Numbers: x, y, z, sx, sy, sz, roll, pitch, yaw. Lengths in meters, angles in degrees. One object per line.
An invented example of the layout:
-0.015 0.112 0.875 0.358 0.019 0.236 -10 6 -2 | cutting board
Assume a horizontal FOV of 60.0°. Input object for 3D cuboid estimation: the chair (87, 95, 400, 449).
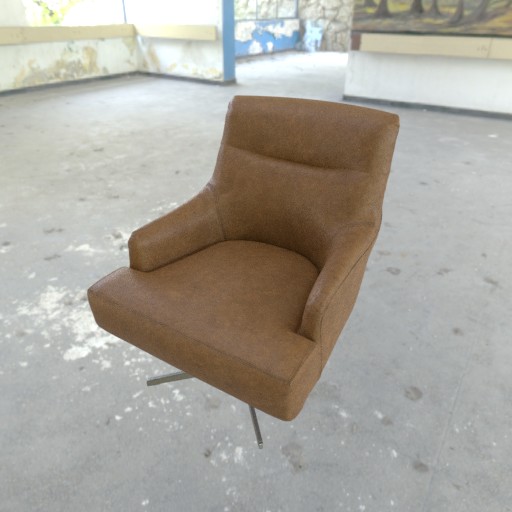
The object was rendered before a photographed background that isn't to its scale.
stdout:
0.000 0.000 1.473 0.729 0.869 0.874 18 34 28 | chair
